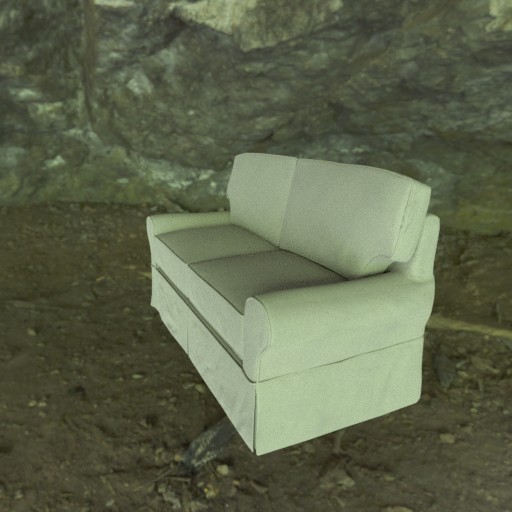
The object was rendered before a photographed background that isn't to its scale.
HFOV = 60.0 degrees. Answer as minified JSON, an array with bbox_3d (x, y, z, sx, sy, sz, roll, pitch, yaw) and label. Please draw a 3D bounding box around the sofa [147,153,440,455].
[{"bbox_3d":[0.000,0.000,2.382,0.841,1.024,1.823,-8,18,-25],"label":"sofa"}]
